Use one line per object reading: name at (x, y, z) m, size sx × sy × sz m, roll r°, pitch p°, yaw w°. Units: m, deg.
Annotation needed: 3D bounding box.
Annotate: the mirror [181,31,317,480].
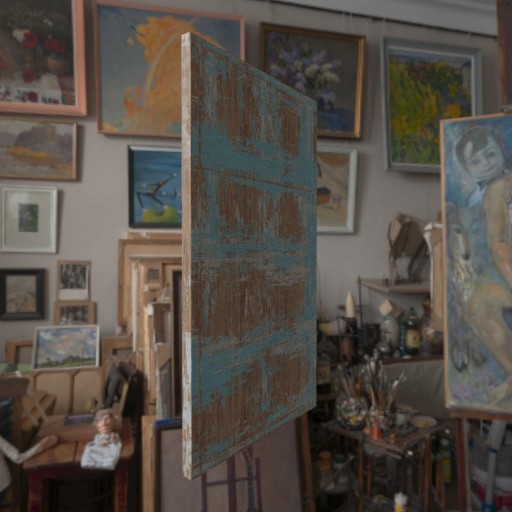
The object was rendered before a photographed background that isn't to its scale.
mirror at (0.000, 0.000, 1.507) m, size 0.083 × 1.213 × 0.707 m, roll 1°, pitch 1°, yaw 36°
